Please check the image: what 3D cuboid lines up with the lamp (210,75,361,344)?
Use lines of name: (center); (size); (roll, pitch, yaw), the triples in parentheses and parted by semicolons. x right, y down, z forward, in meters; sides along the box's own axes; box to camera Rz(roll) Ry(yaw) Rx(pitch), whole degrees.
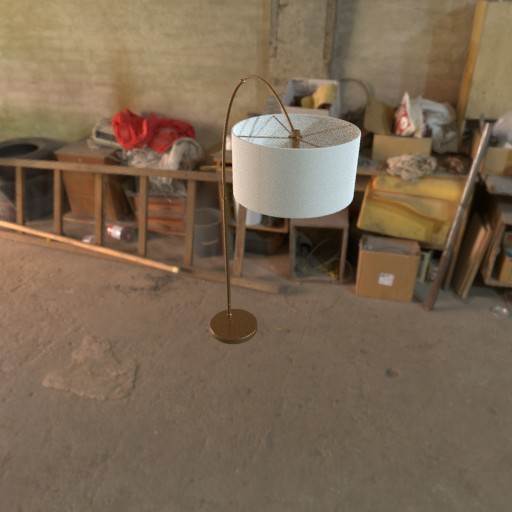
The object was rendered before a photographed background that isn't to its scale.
lamp: (0.000, 0.000, 2.523); (0.493, 1.927, 1.434); (-10, 33, -16)
